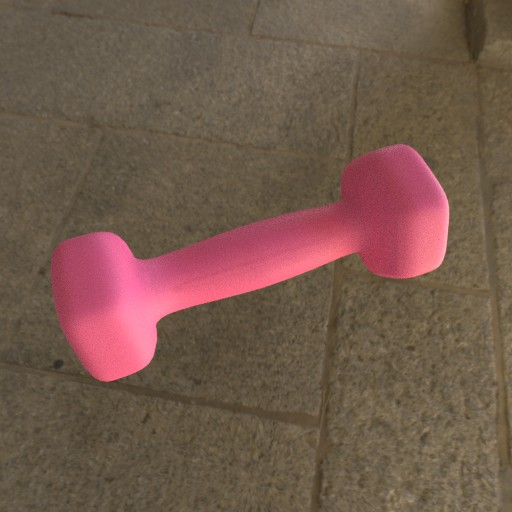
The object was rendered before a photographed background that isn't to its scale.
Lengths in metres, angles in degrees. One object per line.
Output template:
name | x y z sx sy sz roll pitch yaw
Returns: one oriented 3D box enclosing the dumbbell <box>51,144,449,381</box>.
dumbbell | 0.000 0.000 0.174 0.146 0.053 0.058 -17 64 -8
